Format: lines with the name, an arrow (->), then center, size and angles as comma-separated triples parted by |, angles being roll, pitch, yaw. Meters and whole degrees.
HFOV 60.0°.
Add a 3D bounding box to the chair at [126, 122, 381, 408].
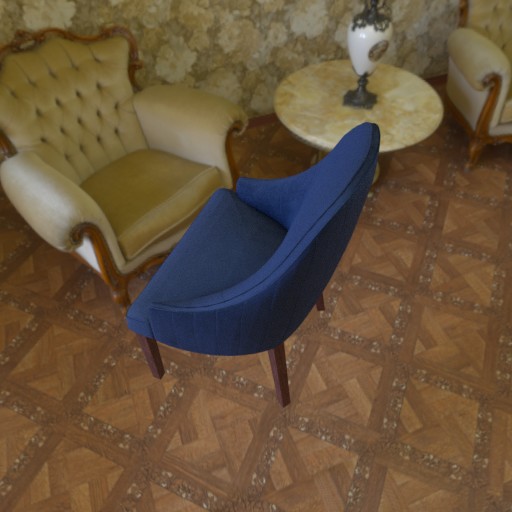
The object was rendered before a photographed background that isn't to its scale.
chair -> 0.000, 0.000, 1.359 | 0.575, 0.889, 0.643 | 17, 50, 15
